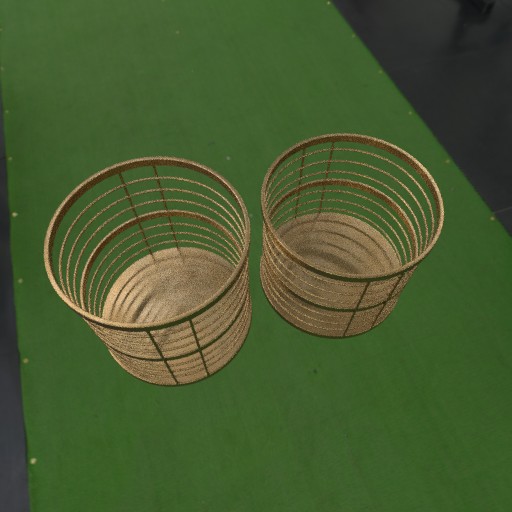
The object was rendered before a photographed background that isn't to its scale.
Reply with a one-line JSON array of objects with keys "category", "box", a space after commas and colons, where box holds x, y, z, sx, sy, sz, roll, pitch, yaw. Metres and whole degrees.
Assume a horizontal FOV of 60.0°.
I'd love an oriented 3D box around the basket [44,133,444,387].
[{"category": "basket", "box": [0.000, 0.000, 0.950, 0.746, 0.351, 0.356, -14, 60, -8]}]
